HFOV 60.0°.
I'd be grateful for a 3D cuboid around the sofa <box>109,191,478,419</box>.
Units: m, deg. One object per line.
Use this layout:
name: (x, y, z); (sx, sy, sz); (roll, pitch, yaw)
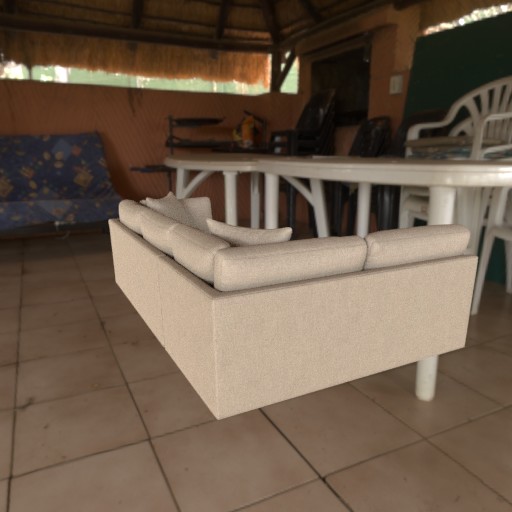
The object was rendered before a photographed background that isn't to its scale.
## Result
sofa: (0.000, 0.000, 3.901); (1.994, 0.978, 2.896); (-7, 15, -27)
